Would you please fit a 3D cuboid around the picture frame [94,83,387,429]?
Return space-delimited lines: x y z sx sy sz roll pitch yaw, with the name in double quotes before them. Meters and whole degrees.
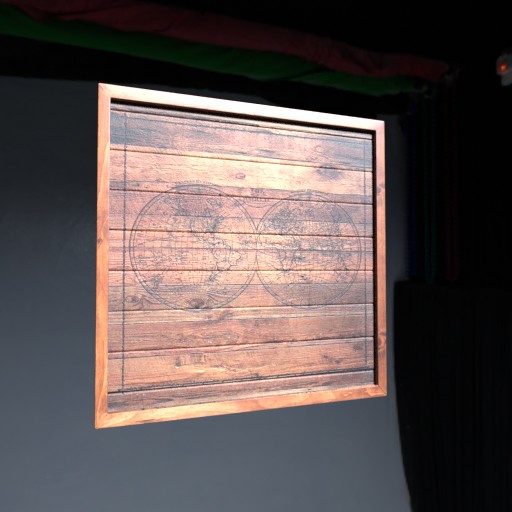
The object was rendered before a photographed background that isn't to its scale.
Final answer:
"picture frame" 0.000 0.000 1.195 0.810 0.817 0.029 1 -2 -20
